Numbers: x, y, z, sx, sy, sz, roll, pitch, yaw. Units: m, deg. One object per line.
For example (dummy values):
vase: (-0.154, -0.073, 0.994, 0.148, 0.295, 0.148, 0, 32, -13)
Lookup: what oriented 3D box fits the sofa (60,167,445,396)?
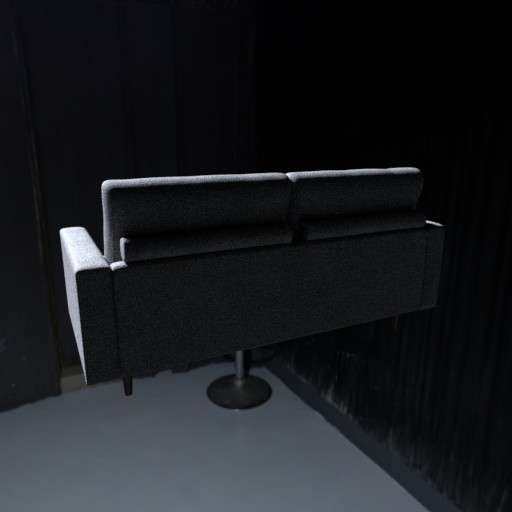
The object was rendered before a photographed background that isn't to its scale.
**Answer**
sofa: (0.000, 0.000, 2.324, 1.821, 0.902, 0.863, -7, 17, -26)
